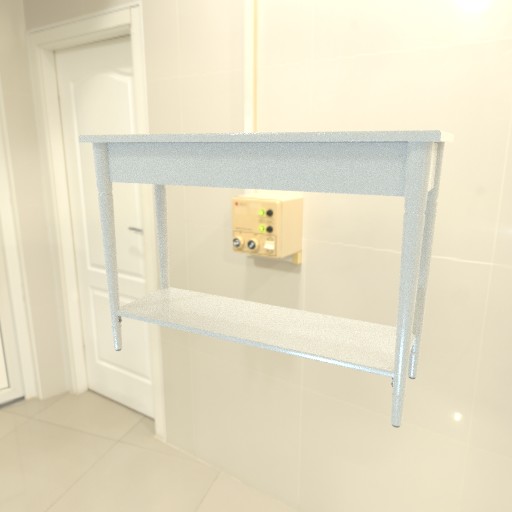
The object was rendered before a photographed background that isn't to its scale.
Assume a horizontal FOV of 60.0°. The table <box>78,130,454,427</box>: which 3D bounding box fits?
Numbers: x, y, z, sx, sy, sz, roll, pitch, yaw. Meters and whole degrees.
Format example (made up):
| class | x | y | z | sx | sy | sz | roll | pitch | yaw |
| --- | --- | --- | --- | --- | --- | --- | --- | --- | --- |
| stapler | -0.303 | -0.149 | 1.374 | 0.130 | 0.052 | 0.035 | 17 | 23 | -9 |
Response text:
| class | x | y | z | sx | sy | sz | roll | pitch | yaw |
| --- | --- | --- | --- | --- | --- | --- | --- | --- | --- |
| table | 0.000 | 0.000 | 1.418 | 1.067 | 0.749 | 0.381 | 7 | 16 | 26 |
